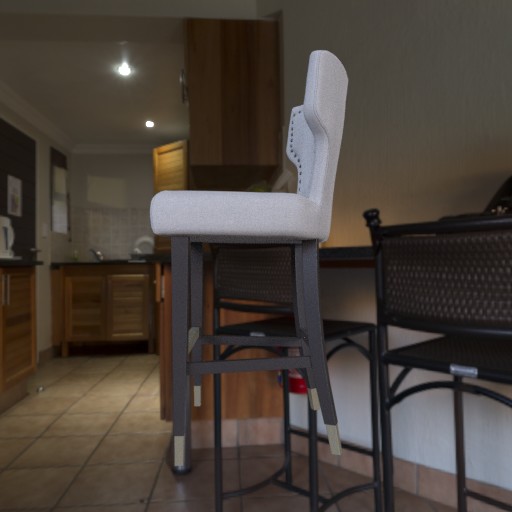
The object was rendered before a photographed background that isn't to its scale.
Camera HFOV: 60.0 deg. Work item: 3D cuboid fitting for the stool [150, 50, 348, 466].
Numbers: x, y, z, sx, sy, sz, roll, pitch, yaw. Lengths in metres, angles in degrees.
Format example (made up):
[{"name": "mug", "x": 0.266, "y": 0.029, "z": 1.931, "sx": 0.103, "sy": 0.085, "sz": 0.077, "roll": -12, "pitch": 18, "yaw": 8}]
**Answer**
[{"name": "stool", "x": 0.000, "y": 0.000, "z": 1.396, "sx": 0.563, "sy": 1.092, "sz": 0.526, "roll": 0, "pitch": 0, "yaw": -2}]
